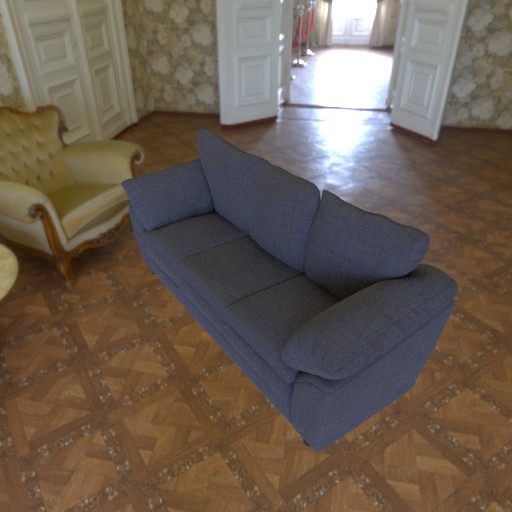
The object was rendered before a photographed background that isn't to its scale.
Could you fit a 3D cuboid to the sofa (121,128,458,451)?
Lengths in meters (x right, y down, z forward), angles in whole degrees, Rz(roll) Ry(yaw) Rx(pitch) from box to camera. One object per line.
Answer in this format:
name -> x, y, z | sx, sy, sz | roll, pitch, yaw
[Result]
sofa -> 0.000, 0.000, 2.857 | 0.883, 1.080, 2.336 | -20, 37, -29
